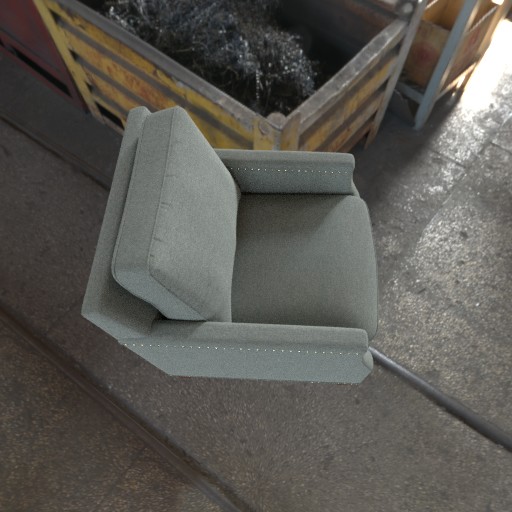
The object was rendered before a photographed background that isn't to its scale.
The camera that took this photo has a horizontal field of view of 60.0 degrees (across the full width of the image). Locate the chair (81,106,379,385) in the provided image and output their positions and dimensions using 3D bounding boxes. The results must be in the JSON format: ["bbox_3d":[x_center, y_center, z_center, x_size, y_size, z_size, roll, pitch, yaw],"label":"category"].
[{"bbox_3d":[0.000,0.000,1.870,1.031,1.031,0.885,2,62,1],"label":"chair"}]
